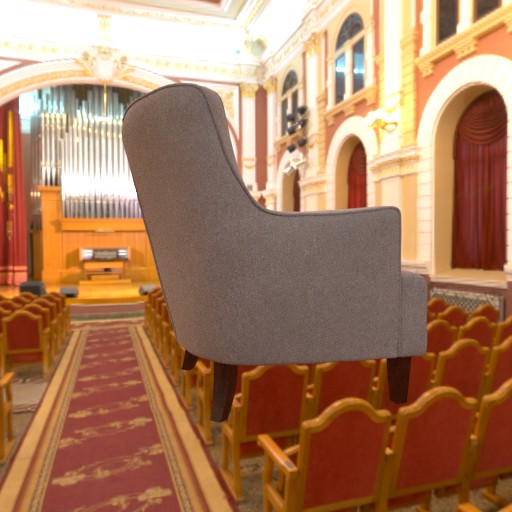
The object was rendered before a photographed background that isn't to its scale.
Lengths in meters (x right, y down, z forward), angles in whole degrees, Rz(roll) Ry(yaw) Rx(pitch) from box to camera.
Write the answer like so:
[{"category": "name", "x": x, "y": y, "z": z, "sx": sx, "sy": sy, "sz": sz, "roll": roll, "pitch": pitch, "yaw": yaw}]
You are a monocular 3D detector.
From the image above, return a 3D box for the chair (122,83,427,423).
[{"category": "chair", "x": 0.000, "y": 0.000, "z": 1.577, "sx": 0.910, "sy": 0.919, "sz": 0.781, "roll": 0, "pitch": 1, "yaw": -18}]
